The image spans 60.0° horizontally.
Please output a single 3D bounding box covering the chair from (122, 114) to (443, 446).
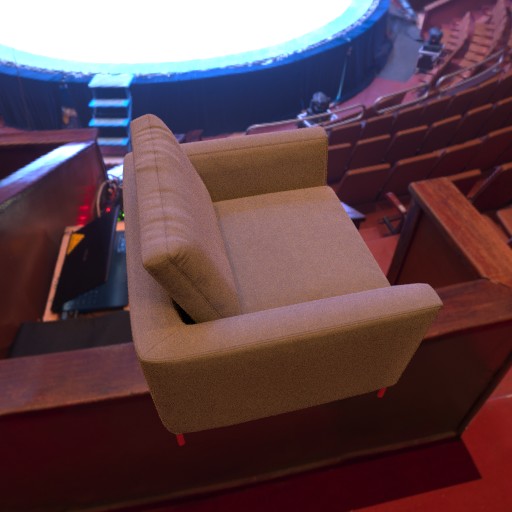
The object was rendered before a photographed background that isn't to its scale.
[{"bbox_3d":[0.000,0.000,1.659,0.889,0.864,1.041,-10,46,-10],"label":"chair"}]
